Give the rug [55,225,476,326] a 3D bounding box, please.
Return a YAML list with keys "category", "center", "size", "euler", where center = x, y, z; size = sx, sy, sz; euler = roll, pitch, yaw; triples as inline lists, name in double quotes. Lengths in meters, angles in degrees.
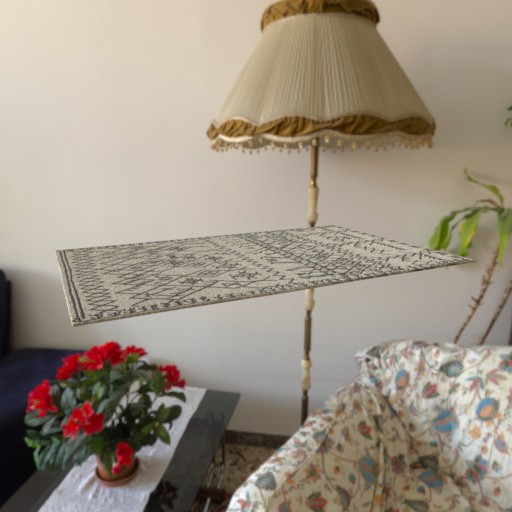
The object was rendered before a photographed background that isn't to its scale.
- category: "rug"
  center: [0.000, 0.000, 4.722]
  size: [3.824, 0.019, 2.393]
  euler: [-7, 15, -26]
